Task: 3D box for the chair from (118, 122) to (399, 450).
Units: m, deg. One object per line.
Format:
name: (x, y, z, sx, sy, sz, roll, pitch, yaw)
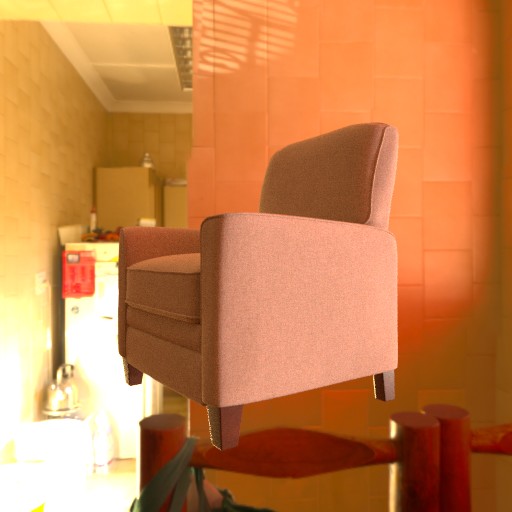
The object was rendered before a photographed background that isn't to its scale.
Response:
chair: (0.000, 0.000, 1.689, 0.859, 1.023, 0.845, 0, 0, -36)
